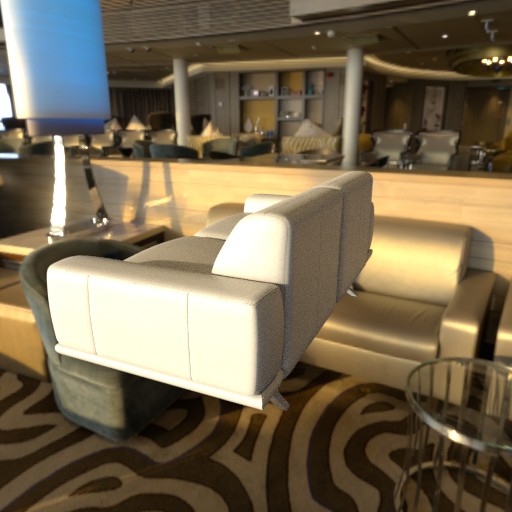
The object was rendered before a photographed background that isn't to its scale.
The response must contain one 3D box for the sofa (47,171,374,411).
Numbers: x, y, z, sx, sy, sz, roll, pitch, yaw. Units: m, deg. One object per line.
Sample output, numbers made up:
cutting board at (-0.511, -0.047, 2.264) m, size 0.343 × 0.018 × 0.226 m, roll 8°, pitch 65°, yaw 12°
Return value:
sofa at (0.000, 0.000, 2.307) m, size 0.900 × 0.772 × 1.901 m, roll 7°, pitch 18°, yaw 23°
